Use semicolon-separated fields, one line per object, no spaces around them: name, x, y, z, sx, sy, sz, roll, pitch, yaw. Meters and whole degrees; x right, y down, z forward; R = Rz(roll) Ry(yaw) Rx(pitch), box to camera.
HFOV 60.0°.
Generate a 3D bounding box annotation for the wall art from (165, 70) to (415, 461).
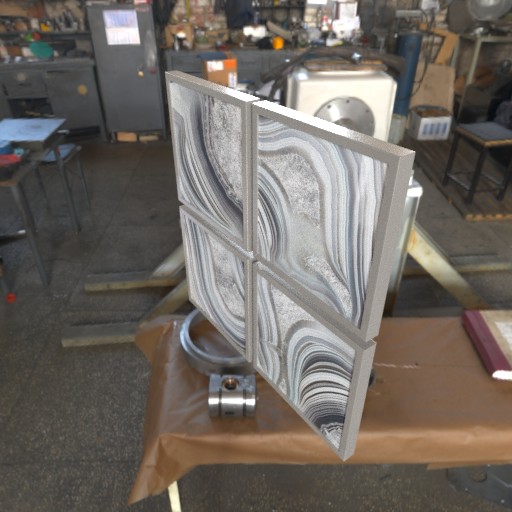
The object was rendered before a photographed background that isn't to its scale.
wall art;0.000;0.000;0.898;0.029;0.611;0.611;-22;39;-30
